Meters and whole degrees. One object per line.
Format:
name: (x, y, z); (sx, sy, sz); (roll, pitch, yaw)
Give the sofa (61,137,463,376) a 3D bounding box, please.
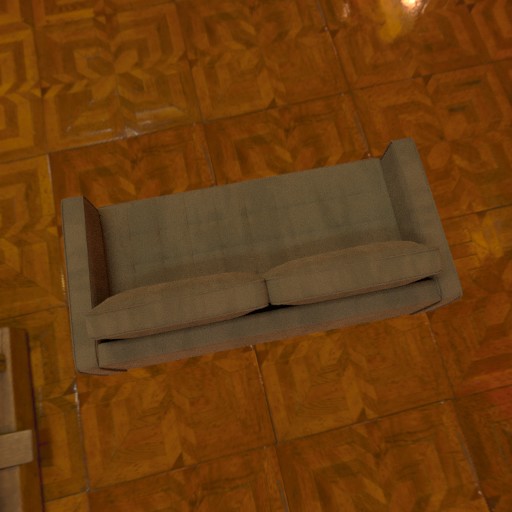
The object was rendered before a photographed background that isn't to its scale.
sofa: (0.000, 0.000, 2.422); (1.920, 0.825, 0.924); (-11, 75, -3)
